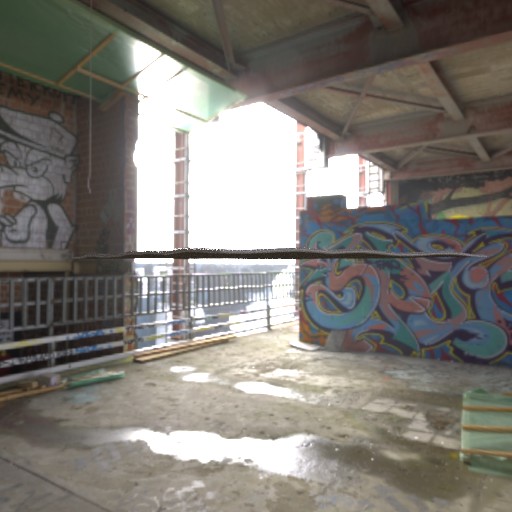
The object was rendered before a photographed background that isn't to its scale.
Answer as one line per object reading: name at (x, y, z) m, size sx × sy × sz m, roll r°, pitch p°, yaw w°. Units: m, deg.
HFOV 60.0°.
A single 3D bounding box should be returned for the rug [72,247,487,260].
rug at (0.000, 0.000, 0.876) m, size 0.551 × 0.008 × 0.642 m, roll 1°, pitch -1°, yaw -35°
